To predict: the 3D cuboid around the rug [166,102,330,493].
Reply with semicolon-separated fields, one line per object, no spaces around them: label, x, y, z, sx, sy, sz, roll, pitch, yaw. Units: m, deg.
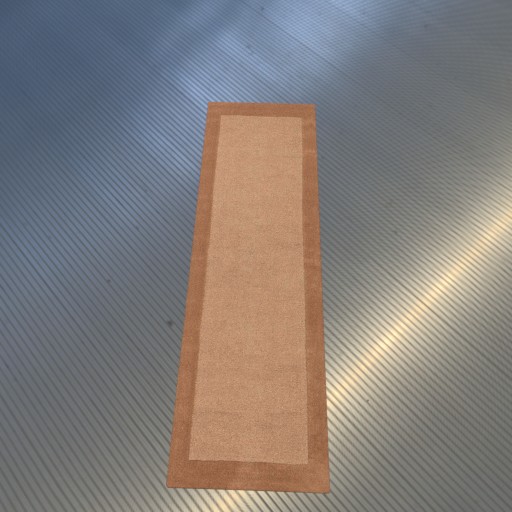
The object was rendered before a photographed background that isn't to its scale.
rug;0.000;0.000;2.605;0.764;0.017;2.439;2;63;1
